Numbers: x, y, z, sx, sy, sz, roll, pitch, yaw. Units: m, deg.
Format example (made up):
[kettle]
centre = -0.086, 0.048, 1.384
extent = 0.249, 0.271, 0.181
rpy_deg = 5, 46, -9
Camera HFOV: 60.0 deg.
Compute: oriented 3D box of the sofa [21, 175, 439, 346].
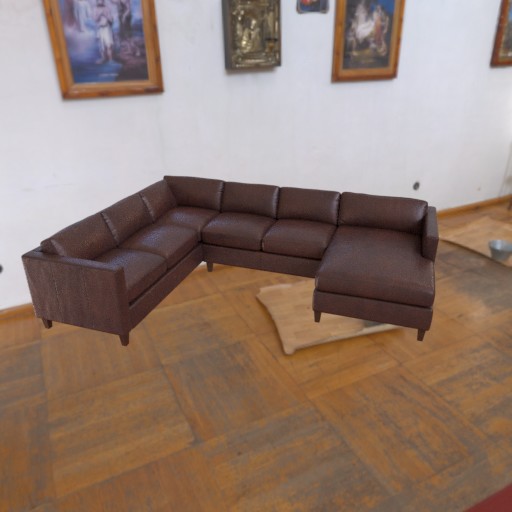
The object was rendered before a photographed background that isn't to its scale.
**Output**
[sofa]
centre = 0.000, 0.000, 4.378
extent = 3.324, 0.891, 2.452
rpy_deg = 8, 26, 17
